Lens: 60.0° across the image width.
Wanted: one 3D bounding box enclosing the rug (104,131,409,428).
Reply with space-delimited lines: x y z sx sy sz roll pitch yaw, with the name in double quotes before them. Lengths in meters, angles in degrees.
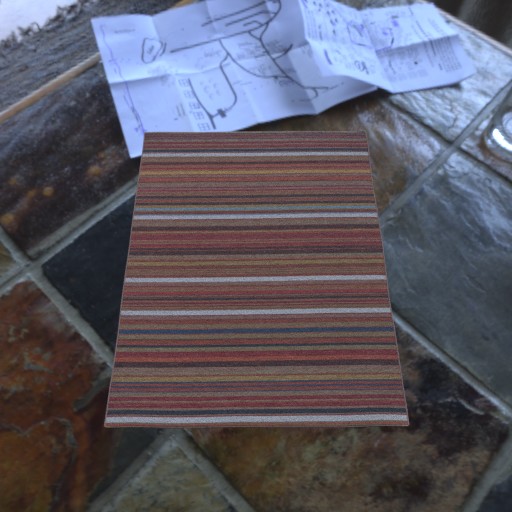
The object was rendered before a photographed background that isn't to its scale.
"rug" 0.000 0.000 4.254 2.479 0.023 3.092 0 64 0
